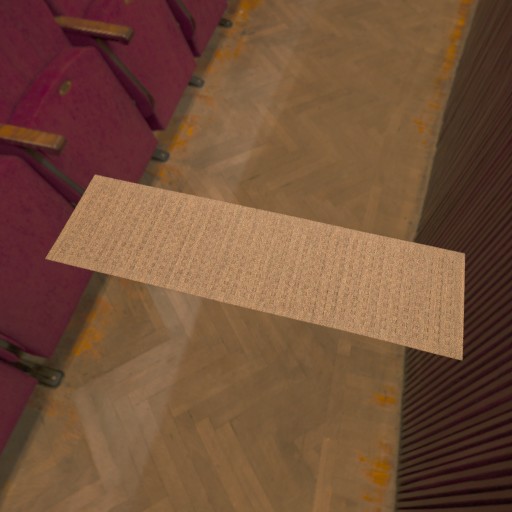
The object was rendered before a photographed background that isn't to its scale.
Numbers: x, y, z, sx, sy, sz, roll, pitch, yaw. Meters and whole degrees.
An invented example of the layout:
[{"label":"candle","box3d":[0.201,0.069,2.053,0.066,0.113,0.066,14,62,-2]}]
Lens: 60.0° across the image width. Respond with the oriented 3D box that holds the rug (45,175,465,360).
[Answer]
[{"label":"rug","box3d":[0.000,0.000,2.674,2.437,0.005,0.688,13,60,8]}]
